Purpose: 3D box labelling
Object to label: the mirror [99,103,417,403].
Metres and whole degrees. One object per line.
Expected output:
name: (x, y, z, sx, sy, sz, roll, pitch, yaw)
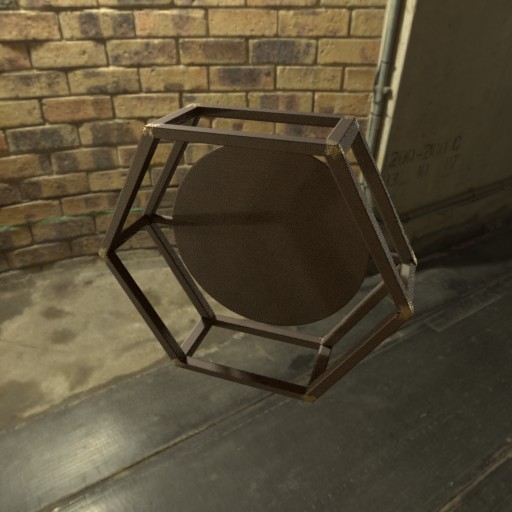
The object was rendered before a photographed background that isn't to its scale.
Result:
mirror: (0.000, 0.000, 0.553, 0.380, 0.334, 0.119, 10, 33, 16)
